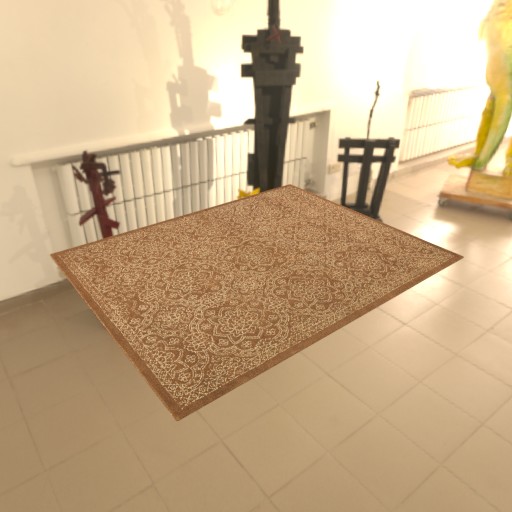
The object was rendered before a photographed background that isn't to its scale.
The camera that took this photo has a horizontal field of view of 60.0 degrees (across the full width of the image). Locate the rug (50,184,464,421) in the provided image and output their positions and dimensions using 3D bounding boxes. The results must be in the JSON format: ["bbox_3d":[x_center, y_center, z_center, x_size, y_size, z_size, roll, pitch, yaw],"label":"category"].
[{"bbox_3d":[0.000,0.000,4.173,3.050,0.015,2.441,-21,36,-32],"label":"rug"}]
